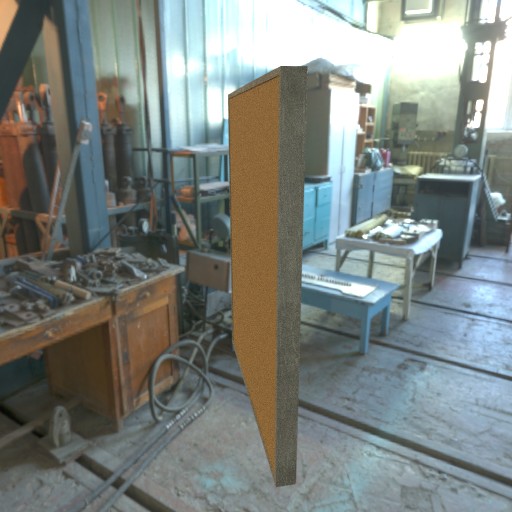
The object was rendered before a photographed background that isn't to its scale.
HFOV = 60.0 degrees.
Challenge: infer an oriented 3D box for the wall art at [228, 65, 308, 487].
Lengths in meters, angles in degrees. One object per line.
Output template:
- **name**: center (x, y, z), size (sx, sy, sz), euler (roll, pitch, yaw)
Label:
- **wall art**: center (0.000, 0.000, 0.720), size (0.032, 0.521, 0.421), euler (-3, 16, -11)
